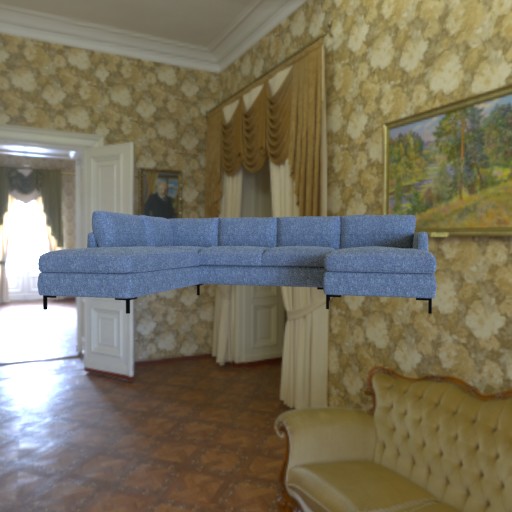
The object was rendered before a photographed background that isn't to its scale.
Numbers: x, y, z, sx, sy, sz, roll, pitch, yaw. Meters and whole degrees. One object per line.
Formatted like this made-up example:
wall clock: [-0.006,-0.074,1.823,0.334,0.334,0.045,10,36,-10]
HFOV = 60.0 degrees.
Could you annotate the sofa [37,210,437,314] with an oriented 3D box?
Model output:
sofa: [0.000,0.000,3.664,2.737,0.756,1.879,0,2,17]
